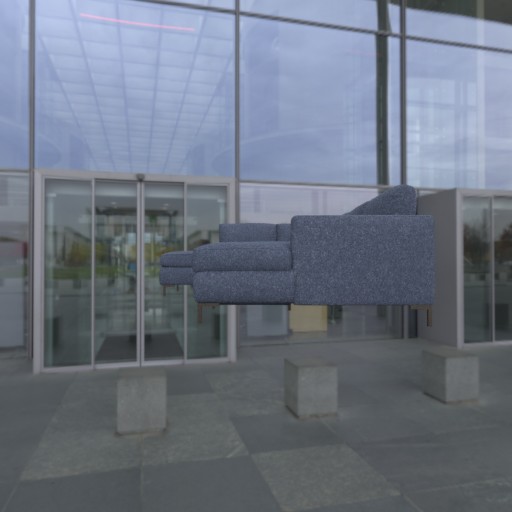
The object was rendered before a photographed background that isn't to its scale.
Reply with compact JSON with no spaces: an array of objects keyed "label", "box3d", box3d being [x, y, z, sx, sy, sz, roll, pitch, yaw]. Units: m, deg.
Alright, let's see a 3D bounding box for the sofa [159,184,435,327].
[{"label":"sofa","box3d":[0.000,0.000,3.889,2.007,0.813,2.956,0,-1,0]}]
